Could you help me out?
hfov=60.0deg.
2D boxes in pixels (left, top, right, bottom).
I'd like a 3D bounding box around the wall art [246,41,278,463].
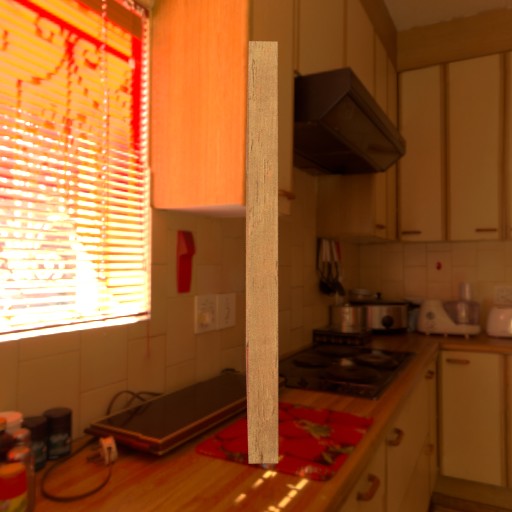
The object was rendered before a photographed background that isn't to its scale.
[{"bbox_3d":[0.000,0.000,1.719,0.070,1.009,1.320,0,-1,-2],"label":"wall art"}]
